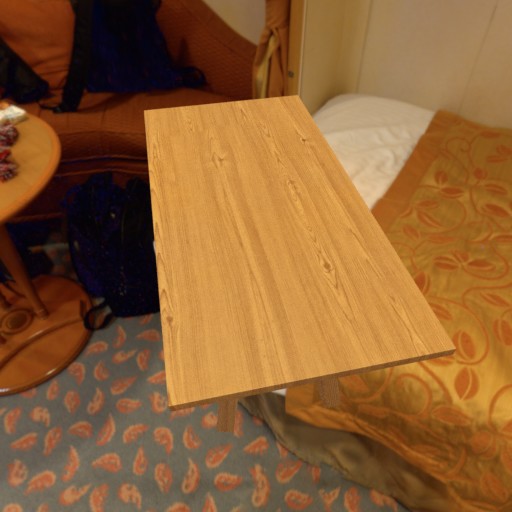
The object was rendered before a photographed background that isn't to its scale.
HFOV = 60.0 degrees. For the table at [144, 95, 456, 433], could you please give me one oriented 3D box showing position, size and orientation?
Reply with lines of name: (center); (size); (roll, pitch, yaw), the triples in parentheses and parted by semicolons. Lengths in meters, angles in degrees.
table: (0.000, 0.000, 2.210); (0.901, 0.750, 1.797); (-9, 46, -9)
